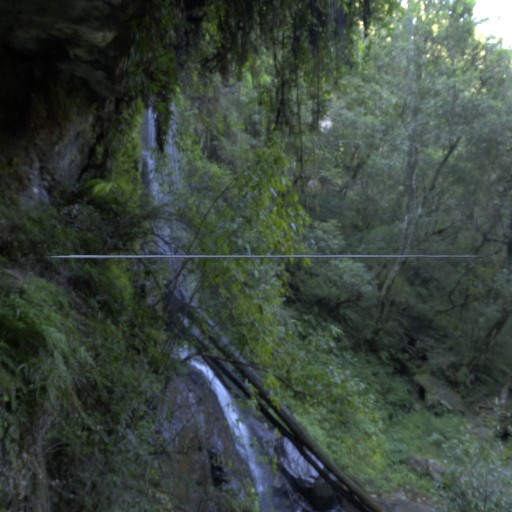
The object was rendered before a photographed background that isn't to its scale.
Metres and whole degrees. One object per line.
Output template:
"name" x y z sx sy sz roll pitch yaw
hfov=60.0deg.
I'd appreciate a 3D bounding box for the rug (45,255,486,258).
"rug" 0.000 0.000 3.042 2.440 0.012 1.522 0 0 -18
